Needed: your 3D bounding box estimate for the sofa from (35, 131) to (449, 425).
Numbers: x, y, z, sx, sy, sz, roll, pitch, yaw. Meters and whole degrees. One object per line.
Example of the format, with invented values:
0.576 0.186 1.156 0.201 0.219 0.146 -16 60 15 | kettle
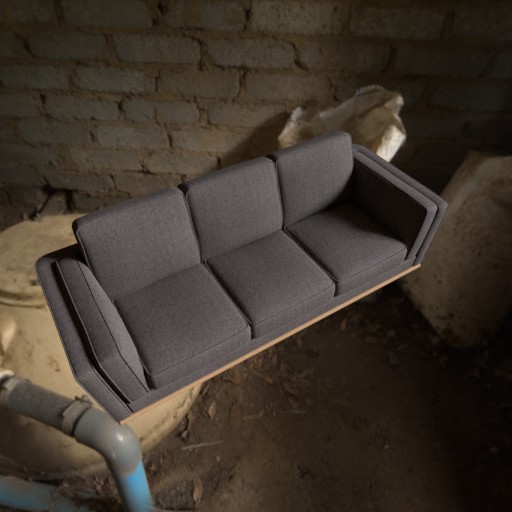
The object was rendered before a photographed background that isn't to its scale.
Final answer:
0.000 0.000 2.763 2.362 0.899 0.903 -24 49 -22 | sofa
